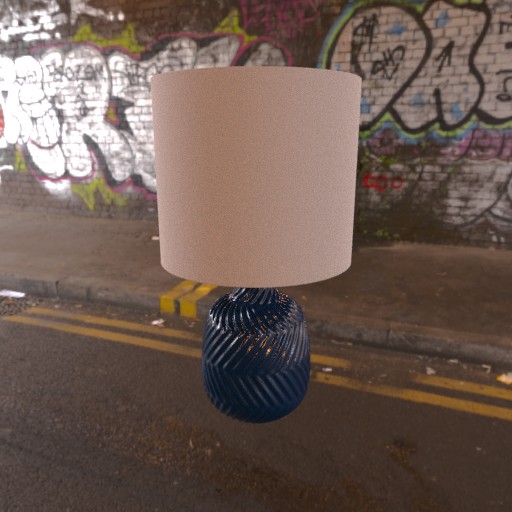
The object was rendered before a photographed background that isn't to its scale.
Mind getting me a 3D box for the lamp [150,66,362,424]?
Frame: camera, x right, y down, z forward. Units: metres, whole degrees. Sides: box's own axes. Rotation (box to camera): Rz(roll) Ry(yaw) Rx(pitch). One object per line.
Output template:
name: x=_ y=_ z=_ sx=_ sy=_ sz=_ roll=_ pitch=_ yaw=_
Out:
lamp: x=0.000 y=0.000 z=0.484 sx=0.203 sy=0.368 sz=0.203 roll=-8 pitch=17 yaw=-27
